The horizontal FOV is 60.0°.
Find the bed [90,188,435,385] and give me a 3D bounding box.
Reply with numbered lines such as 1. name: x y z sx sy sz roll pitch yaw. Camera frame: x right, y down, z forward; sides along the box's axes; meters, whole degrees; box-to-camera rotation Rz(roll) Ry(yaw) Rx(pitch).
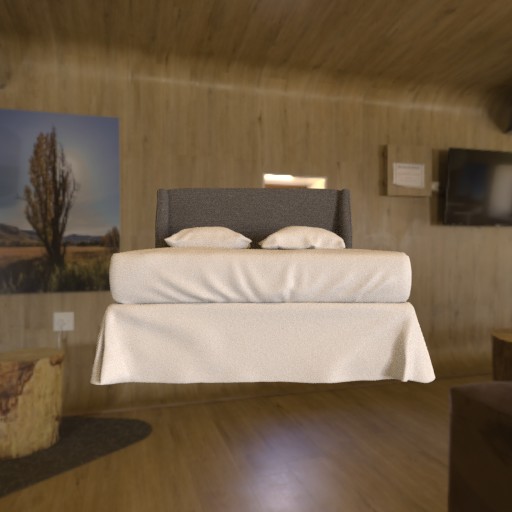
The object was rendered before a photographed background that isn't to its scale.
1. bed: 0.000 0.000 3.382 1.925 1.332 2.276 0 1 -1
